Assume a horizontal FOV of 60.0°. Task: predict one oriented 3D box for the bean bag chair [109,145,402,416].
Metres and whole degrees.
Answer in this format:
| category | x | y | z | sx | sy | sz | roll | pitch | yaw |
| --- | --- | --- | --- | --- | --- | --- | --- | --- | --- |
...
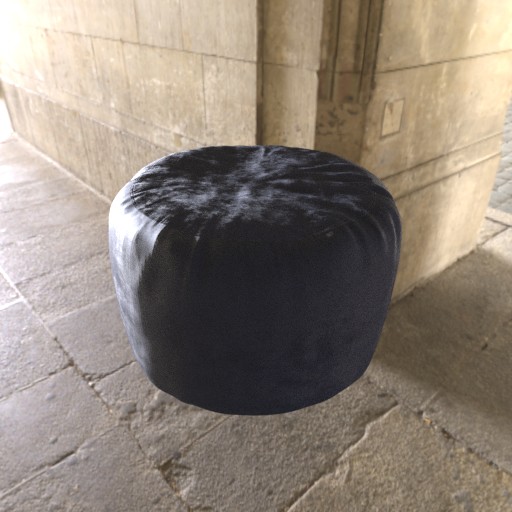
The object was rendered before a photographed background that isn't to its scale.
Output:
| category | x | y | z | sx | sy | sz | roll | pitch | yaw |
| --- | --- | --- | --- | --- | --- | --- | --- | --- | --- |
| bean bag chair | 0.000 | 0.000 | 1.968 | 1.219 | 0.762 | 1.219 | 0 | 31 | 0 |
